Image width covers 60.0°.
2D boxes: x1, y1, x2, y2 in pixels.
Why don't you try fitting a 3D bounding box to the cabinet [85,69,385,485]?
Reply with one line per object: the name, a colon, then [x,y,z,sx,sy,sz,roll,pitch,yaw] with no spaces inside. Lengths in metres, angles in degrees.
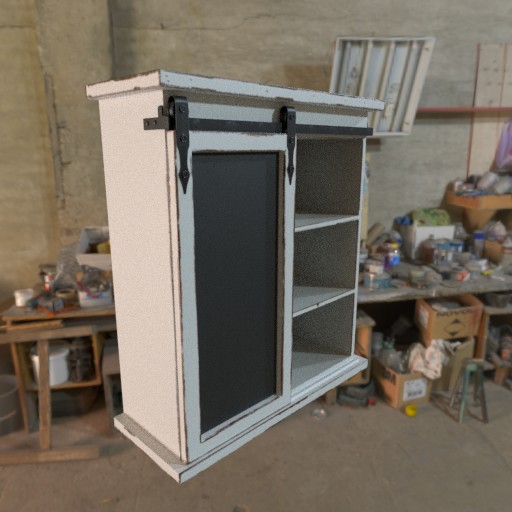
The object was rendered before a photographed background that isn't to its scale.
cabinet: [0.000,0.000,0.873,0.541,0.603,0.210,-13,19,-43]
